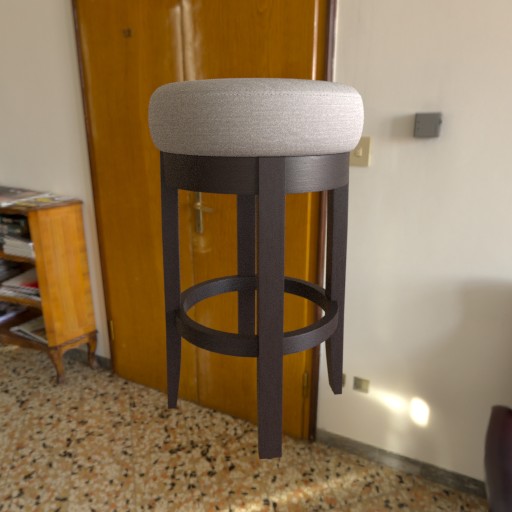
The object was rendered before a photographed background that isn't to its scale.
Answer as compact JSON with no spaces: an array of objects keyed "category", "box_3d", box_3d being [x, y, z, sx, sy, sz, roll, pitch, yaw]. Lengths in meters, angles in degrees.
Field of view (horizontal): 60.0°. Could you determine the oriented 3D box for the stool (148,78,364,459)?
[{"category":"stool","box_3d":[0.000,0.000,1.024,0.443,0.757,0.443,0,17,0]}]
